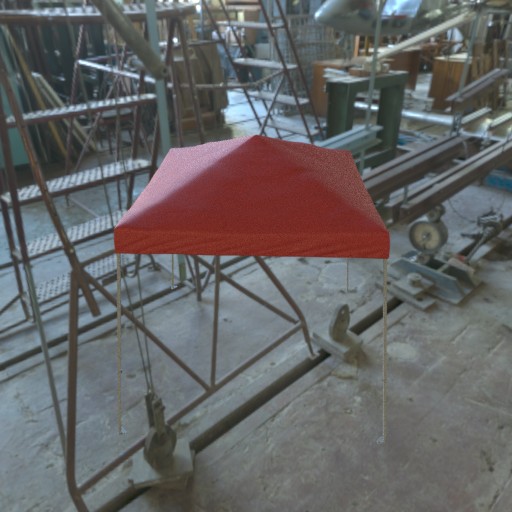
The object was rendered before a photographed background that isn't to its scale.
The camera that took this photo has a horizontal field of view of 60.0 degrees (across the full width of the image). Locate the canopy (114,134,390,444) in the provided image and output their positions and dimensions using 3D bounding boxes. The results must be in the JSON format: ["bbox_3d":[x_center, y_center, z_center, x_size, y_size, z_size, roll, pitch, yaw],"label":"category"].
[{"bbox_3d":[0.000,0.000,6.593,3.600,3.600,3.599,1,30,2],"label":"canopy"}]
